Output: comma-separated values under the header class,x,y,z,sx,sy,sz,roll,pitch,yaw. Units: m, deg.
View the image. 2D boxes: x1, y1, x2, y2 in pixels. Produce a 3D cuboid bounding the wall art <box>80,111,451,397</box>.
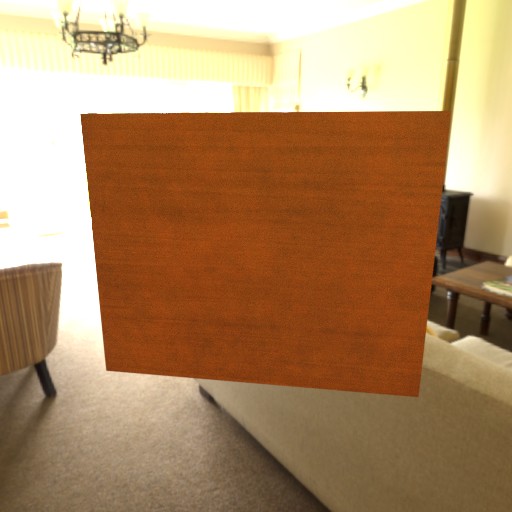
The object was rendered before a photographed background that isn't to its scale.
class,x,y,z,sx,sy,sz,roll,pitch,yaw
wall art,0.000,0.000,0.533,0.401,0.328,0.030,2,16,8
